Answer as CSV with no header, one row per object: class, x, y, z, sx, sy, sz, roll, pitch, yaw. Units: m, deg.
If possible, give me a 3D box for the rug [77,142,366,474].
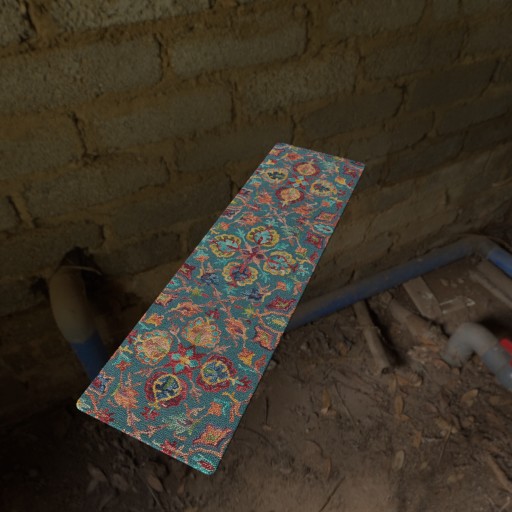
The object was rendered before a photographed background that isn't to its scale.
rug,0.000,0.000,2.532,0.686,0.013,2.286,18,49,17
